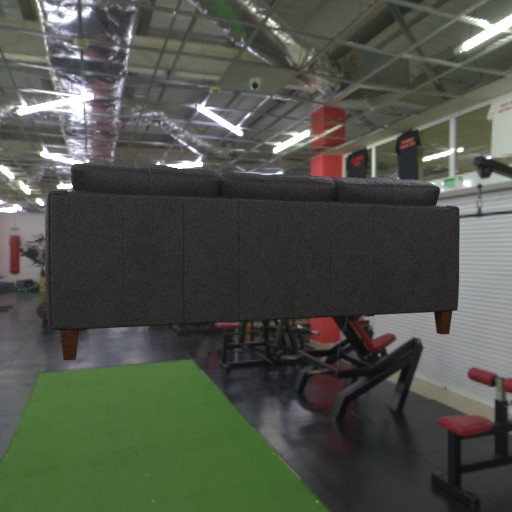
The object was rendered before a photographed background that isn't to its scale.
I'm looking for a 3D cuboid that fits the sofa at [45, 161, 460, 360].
[{"bbox_3d":[0.000,0.000,2.974,2.464,1.006,1.045,0,0,-18],"label":"sofa"}]
